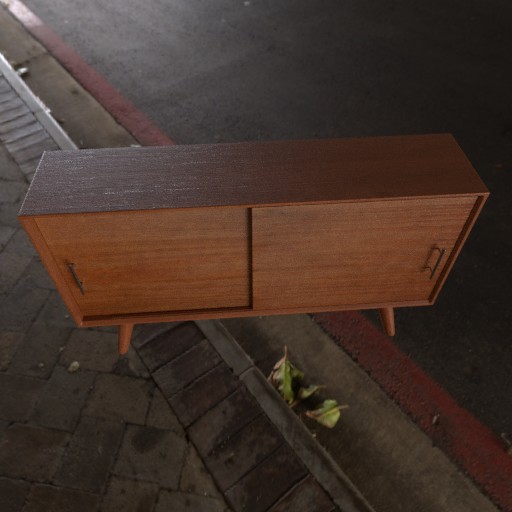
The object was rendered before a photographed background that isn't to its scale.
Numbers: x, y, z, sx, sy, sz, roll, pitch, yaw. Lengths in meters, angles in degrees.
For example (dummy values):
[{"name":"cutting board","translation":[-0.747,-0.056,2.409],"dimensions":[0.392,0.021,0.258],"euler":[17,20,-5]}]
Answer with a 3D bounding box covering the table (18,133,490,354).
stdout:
[{"name":"table","translation":[0.000,0.000,1.488],"dimensions":[1.220,0.698,0.308],"euler":[-3,48,-3]}]
